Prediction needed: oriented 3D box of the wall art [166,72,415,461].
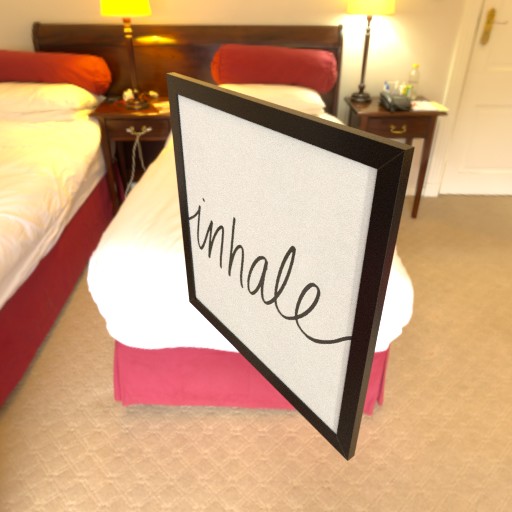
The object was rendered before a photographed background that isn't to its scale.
[{"bbox_3d":[0.000,0.000,0.653,0.014,0.445,0.446,-22,38,-30],"label":"wall art"}]
